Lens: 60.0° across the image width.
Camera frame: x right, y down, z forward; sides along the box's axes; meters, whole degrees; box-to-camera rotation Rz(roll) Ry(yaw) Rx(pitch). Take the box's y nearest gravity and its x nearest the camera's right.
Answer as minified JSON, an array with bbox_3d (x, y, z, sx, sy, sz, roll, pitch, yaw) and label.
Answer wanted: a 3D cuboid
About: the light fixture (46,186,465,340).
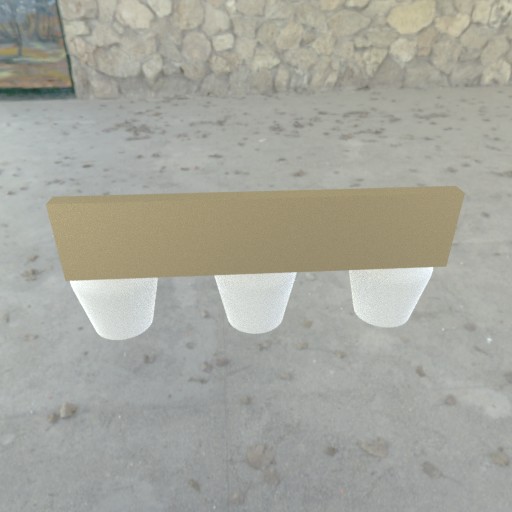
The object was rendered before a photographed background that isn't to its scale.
[{"bbox_3d":[0.000,0.000,0.715,0.609,0.280,0.190,-2,30,-3],"label":"light fixture"}]
